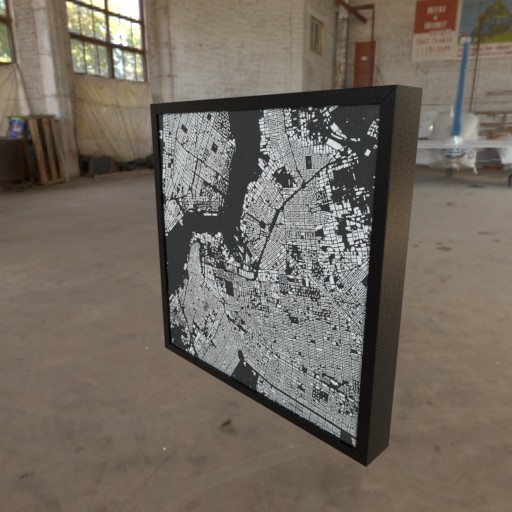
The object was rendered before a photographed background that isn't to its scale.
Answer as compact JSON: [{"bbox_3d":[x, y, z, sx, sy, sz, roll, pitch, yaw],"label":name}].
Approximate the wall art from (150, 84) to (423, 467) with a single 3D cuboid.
[{"bbox_3d":[0.000,0.000,0.444,0.037,0.299,0.299,-15,22,-43],"label":"wall art"}]
